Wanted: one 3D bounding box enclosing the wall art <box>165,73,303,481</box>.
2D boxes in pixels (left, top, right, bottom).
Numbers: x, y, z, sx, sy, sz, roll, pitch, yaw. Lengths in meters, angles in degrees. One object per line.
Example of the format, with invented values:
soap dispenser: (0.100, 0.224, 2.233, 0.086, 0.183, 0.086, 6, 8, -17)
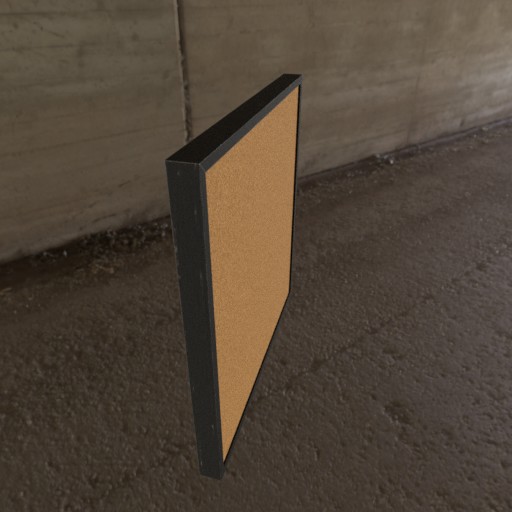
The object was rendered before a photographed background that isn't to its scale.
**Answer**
wall art: (0.000, 0.000, 0.758, 0.036, 0.506, 0.506, 9, 32, 14)
